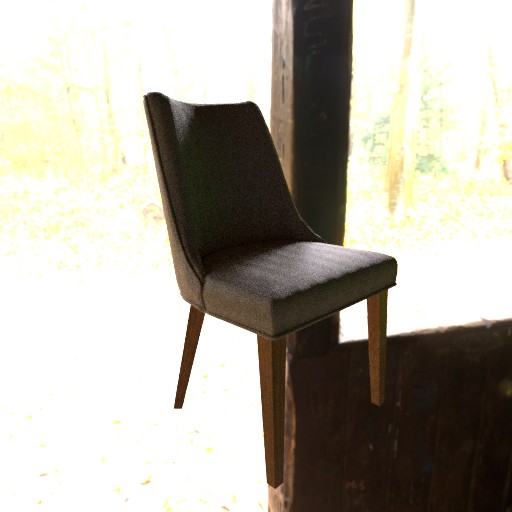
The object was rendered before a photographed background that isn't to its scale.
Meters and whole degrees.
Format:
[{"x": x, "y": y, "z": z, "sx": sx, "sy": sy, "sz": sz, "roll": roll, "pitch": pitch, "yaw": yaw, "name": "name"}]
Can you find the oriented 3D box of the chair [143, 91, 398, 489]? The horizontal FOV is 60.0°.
[{"x": 0.000, "y": 0.000, "z": 1.300, "sx": 0.636, "sy": 0.916, "sz": 0.548, "roll": 13, "pitch": 19, "yaw": 43, "name": "chair"}]
